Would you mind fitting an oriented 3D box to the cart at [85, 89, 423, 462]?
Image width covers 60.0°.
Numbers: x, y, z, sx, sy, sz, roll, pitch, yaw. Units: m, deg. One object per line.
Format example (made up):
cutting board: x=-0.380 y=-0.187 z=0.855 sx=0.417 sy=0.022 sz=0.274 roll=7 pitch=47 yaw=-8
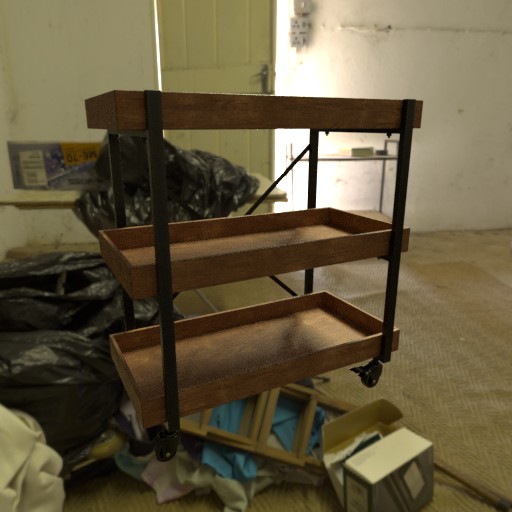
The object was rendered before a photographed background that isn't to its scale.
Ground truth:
cart: x=0.000 y=0.000 z=1.202 sx=0.750 sy=0.800 sz=0.411 roll=-9 pitch=19 yaw=-27
